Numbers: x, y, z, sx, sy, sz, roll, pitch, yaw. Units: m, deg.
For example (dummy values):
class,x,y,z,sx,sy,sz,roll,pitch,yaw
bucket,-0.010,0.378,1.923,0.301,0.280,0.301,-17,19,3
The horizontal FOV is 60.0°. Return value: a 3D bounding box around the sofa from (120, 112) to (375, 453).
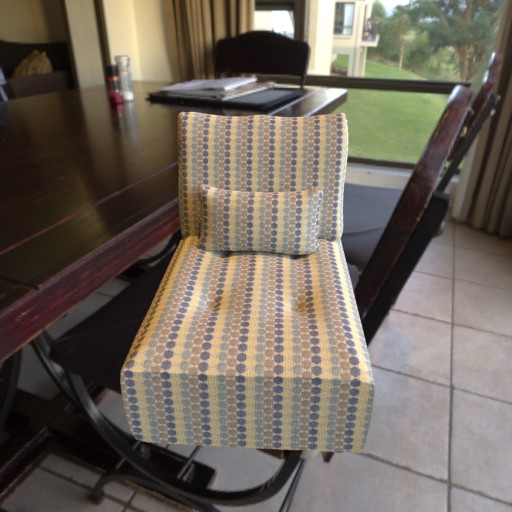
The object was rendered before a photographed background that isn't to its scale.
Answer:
class,x,y,z,sx,sy,sz,roll,pitch,yaw
sofa,0.000,0.000,1.572,0.700,0.820,1.000,2,29,3
